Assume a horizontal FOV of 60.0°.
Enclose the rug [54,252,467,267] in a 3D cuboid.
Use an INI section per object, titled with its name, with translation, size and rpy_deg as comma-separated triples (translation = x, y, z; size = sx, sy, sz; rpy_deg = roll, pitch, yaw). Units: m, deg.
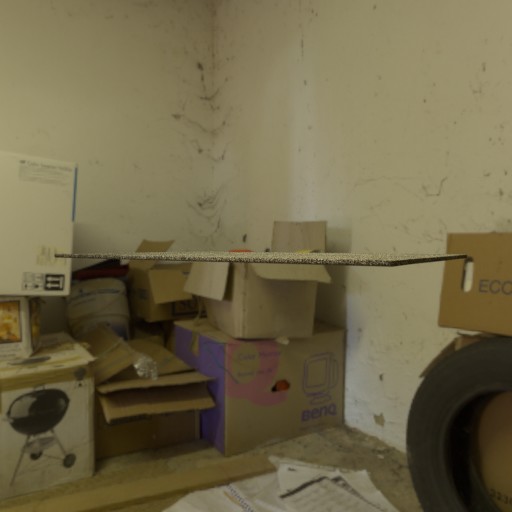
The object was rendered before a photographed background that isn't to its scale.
[rug]
translation = 0.000, 0.000, 2.976
size = 2.352, 0.025, 1.501
rpy_deg = 1, 2, 36
